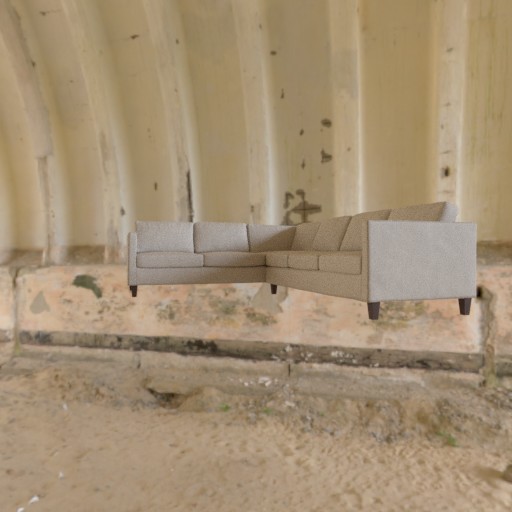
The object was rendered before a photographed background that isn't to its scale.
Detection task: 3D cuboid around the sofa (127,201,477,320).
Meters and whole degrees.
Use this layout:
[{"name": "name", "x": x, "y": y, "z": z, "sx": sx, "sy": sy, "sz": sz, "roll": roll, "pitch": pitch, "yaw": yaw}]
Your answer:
[{"name": "sofa", "x": 0.000, "y": 0.000, "z": 4.405, "sx": 2.432, "sy": 0.863, "sz": 3.182, "roll": 0, "pitch": 0, "yaw": -17}]
